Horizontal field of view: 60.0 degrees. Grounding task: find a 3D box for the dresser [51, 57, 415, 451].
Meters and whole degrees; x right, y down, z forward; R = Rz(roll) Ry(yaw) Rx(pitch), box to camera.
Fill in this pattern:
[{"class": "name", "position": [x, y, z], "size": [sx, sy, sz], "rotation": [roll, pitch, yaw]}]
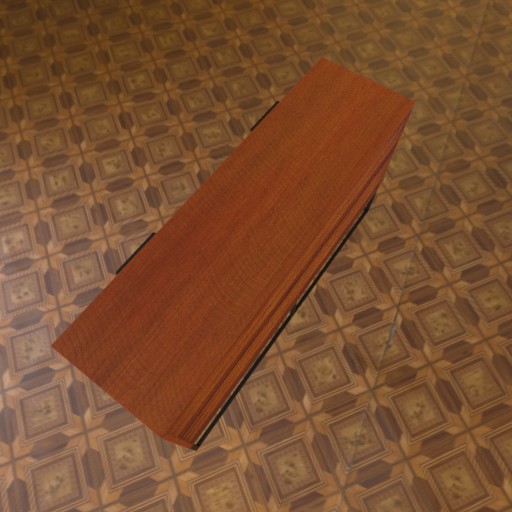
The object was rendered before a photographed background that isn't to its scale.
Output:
[{"class": "dresser", "position": [0.000, 0.000, 1.917], "size": [0.464, 0.810, 1.536], "rotation": [33, 68, 15]}]
